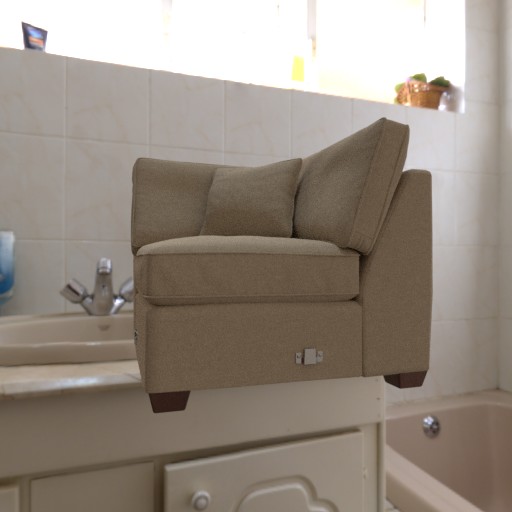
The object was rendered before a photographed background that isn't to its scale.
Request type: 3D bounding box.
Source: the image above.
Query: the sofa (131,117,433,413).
[{"bbox_3d":[0.000,0.000,2.021,1.084,1.002,1.146,0,0,-17],"label":"sofa"}]
